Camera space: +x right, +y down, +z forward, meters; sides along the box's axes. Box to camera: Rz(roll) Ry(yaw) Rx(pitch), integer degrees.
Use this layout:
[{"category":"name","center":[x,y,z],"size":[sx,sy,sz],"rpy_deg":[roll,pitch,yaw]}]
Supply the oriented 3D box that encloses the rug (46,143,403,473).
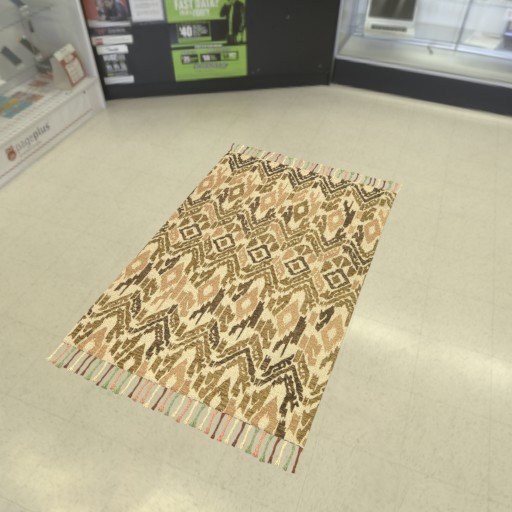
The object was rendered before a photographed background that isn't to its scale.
[{"category":"rug","center":[0.000,0.000,3.020],"size":[1.524,0.008,2.438],"rpy_deg":[18,49,16]}]
